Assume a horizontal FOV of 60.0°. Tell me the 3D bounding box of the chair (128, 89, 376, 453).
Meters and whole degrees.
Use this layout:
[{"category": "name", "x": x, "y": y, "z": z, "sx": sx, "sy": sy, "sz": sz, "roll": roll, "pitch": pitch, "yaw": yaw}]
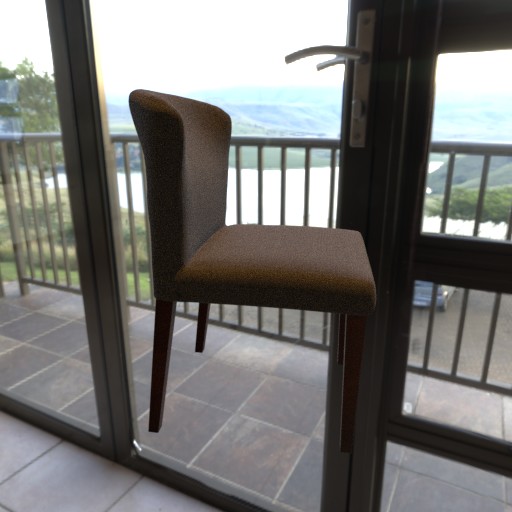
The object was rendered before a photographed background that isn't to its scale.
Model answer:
[{"category": "chair", "x": 0.000, "y": 0.000, "z": 1.188, "sx": 0.589, "sy": 0.839, "sz": 0.491, "roll": 3, "pitch": 17, "yaw": 9}]
